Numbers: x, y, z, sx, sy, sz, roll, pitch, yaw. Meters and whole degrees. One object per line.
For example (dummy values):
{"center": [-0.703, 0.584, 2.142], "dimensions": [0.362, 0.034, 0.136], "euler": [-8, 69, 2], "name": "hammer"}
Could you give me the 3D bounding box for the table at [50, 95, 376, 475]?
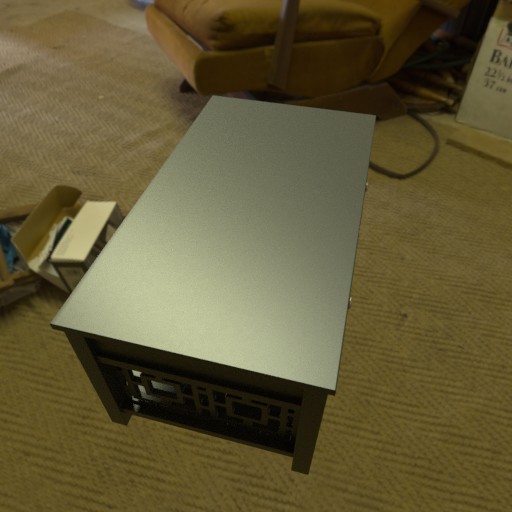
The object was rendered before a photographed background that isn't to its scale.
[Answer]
{"center": [0.000, 0.000, 1.408], "dimensions": [0.612, 0.493, 1.068], "euler": [11, 47, 10], "name": "table"}
